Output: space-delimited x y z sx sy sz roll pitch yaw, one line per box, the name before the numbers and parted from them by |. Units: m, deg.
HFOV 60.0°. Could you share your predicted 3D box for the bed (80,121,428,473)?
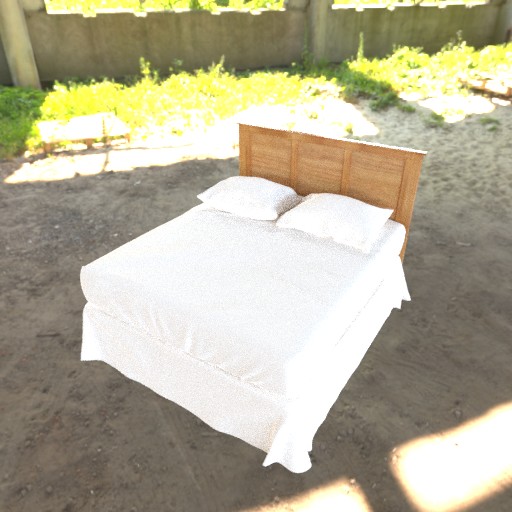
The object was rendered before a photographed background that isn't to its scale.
bed | 0.000 0.000 3.165 1.870 1.273 2.035 18 35 28
